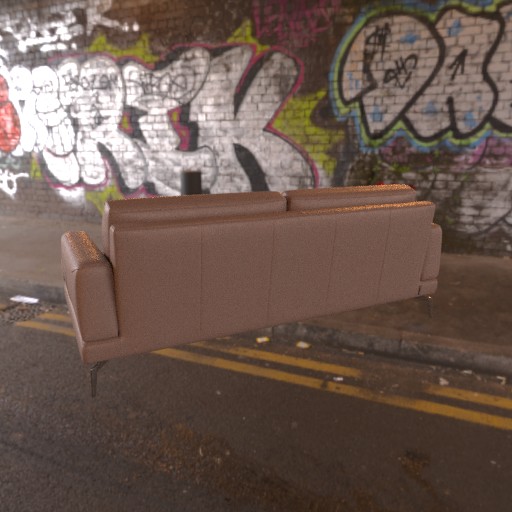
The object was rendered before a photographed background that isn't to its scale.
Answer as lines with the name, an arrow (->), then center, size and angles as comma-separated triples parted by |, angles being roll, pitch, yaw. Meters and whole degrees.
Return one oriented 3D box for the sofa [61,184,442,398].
sofa -> 0.000, 0.000, 2.436 | 1.940, 0.765, 0.974 | -7, 16, -26
